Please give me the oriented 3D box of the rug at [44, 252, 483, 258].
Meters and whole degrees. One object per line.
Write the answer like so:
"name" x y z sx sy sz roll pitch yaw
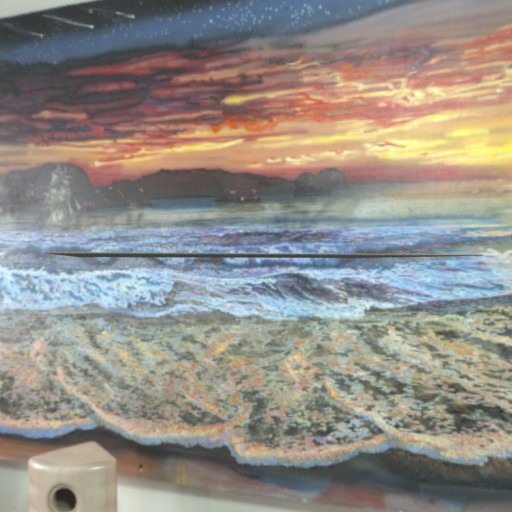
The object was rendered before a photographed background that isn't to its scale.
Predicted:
"rug" 0.000 0.000 3.061 2.438 0.008 1.523 0 -1 -17
